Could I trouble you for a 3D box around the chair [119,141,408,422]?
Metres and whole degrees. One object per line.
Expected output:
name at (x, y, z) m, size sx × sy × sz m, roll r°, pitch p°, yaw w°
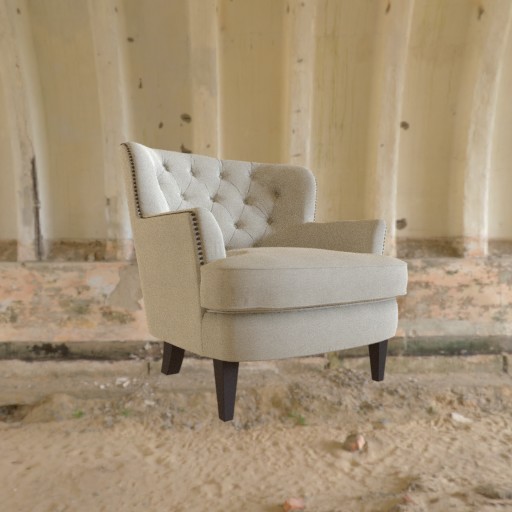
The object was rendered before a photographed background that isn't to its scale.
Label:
chair at (0.000, 0.000, 1.604) m, size 0.848 × 0.868 × 0.906 m, roll -1°, pitch 1°, yaw -35°
